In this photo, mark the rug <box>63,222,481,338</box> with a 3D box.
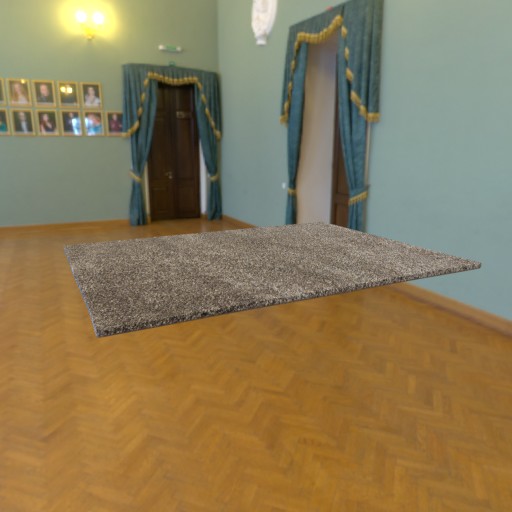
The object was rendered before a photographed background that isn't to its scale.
[{"bbox_3d":[0.000,0.000,2.097,1.601,0.025,1.198,-7,16,-26],"label":"rug"}]
